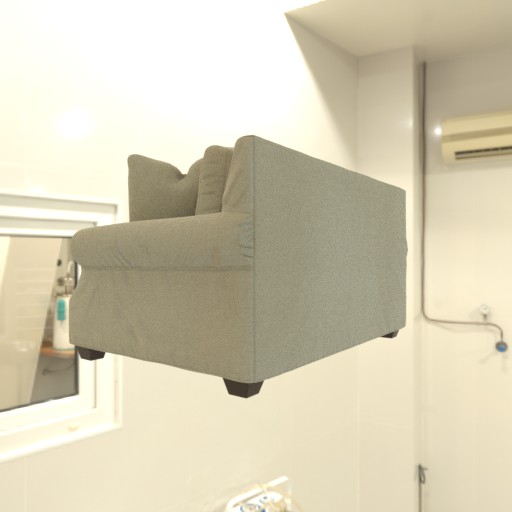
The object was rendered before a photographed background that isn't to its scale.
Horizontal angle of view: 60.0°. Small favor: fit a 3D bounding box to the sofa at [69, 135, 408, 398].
[{"bbox_3d":[0.000,0.000,2.223,1.070,0.905,1.550,0,0,37],"label":"sofa"}]
